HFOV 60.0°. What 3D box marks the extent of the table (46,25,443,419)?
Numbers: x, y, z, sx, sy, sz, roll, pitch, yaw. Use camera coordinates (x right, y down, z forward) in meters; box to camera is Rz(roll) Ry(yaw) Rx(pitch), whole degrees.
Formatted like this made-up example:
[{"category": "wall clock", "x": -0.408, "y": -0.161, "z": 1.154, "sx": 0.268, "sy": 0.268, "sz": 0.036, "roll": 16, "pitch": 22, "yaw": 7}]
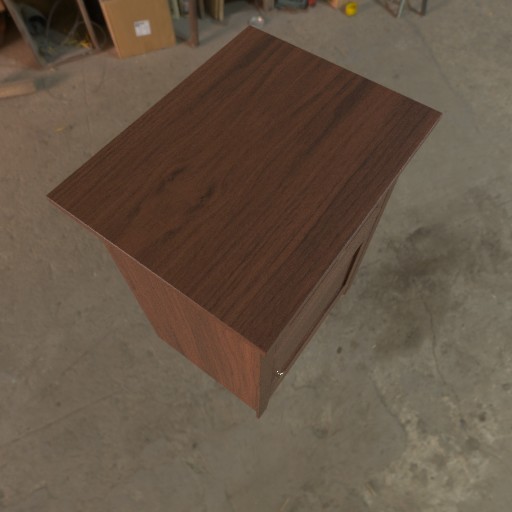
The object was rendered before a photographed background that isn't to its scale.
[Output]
[{"category": "table", "x": 0.000, "y": 0.000, "z": 0.937, "sx": 0.381, "sy": 0.636, "sz": 0.480, "roll": 33, "pitch": 66, "yaw": 17}]
